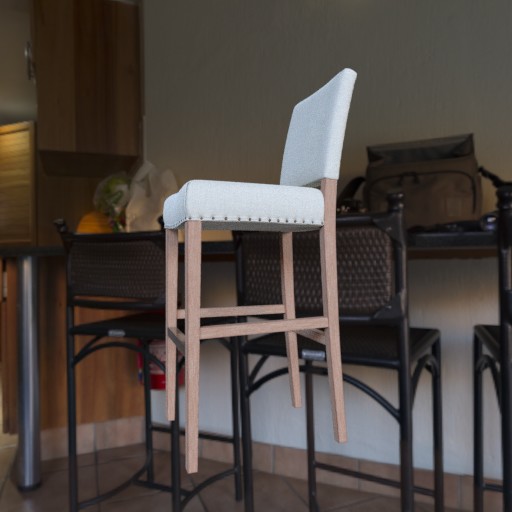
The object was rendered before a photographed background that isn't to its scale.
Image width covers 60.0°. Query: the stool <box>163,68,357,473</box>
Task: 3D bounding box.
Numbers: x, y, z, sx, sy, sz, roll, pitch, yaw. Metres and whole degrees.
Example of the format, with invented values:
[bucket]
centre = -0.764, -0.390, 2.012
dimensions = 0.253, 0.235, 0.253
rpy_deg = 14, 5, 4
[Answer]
[stool]
centre = 0.000, 0.000, 1.447
dimensions = 0.546, 1.143, 0.428
rpy_deg = 0, 1, -19
